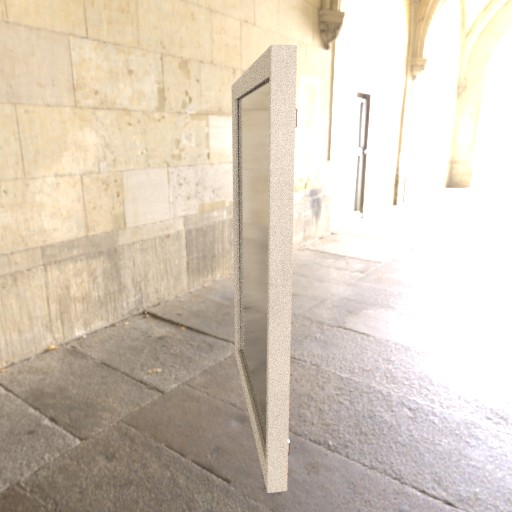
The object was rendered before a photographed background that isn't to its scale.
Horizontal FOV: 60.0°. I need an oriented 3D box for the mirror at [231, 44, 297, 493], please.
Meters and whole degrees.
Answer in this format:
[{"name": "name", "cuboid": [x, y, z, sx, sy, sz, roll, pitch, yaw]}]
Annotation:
[{"name": "mirror", "cuboid": [0.000, 0.000, 0.916, 0.040, 0.710, 0.507, -2, 16, -9]}]
